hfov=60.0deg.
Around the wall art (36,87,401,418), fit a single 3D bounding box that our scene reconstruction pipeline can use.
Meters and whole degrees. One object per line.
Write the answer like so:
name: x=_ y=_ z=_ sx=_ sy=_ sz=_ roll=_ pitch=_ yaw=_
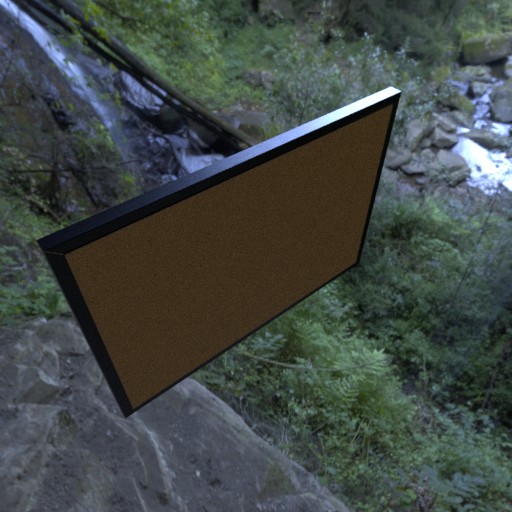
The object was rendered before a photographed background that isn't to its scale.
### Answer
wall art: x=0.000 y=0.000 z=0.835 sx=0.657 sy=0.458 sz=0.027 roll=-30 pitch=53 yaw=-26
